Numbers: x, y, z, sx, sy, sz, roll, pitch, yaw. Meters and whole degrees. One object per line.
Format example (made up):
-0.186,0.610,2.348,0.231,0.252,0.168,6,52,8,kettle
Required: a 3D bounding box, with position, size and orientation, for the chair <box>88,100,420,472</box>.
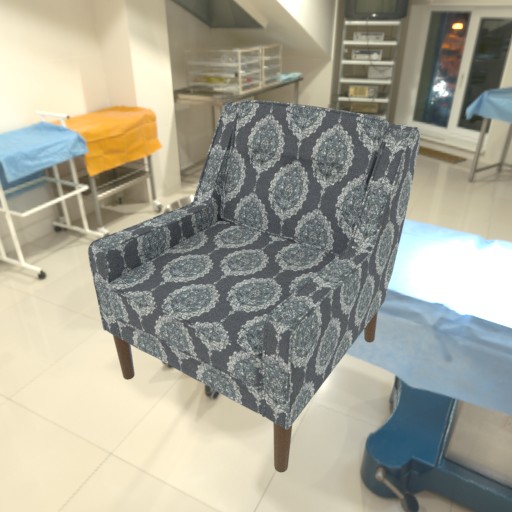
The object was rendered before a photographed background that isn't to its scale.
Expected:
0.000,0.000,1.332,0.663,0.792,0.743,19,35,29,chair
